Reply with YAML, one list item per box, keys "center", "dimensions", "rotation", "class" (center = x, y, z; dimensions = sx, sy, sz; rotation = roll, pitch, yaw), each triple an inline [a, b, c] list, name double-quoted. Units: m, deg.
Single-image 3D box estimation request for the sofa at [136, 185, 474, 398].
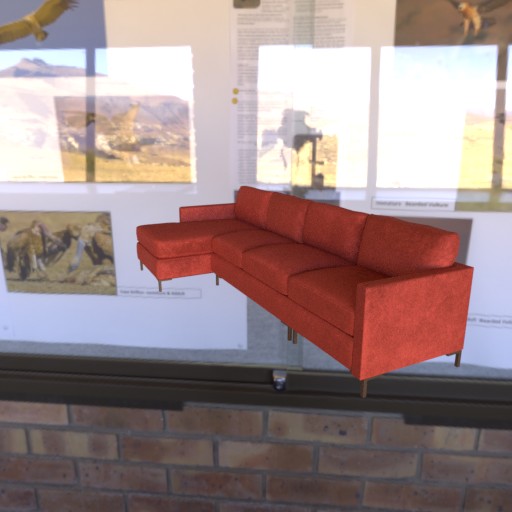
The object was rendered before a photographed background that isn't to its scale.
- center: [0.000, 0.000, 4.093]
  dimensions: [1.500, 0.967, 3.400]
  rotation: [-7, 17, -26]
  class: "sofa"
